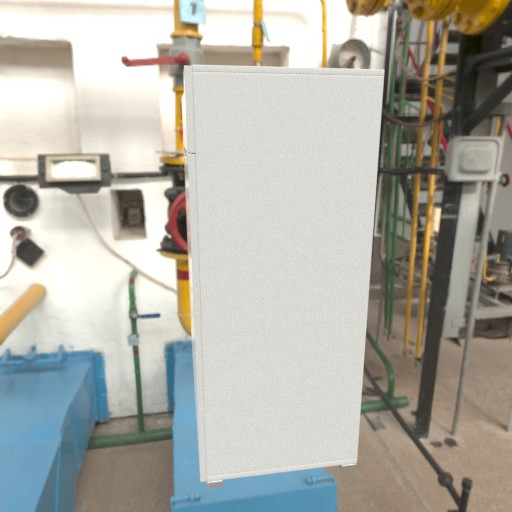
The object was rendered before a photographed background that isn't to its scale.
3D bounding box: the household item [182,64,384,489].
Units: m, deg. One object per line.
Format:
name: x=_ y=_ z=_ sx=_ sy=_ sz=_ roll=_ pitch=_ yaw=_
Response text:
household item: x=0.000 y=0.000 z=1.413 sx=0.420 sy=1.010 sz=0.790 roll=-3 pitch=15 yaw=-9
